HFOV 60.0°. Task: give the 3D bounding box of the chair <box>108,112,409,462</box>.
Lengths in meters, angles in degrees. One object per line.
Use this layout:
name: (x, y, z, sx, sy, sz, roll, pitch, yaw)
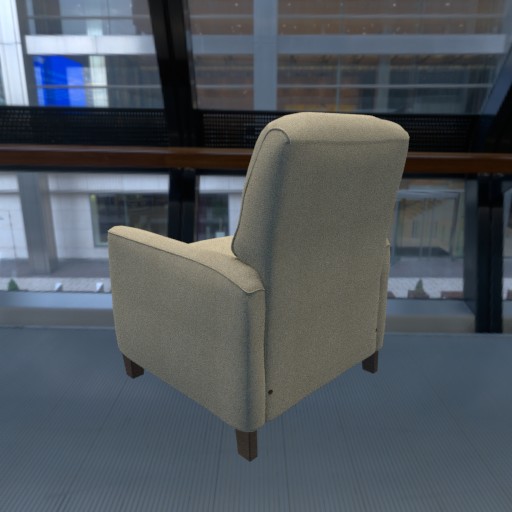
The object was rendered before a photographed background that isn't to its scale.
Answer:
chair: (0.000, 0.000, 1.680, 0.853, 1.006, 0.850, 15, 21, 43)
